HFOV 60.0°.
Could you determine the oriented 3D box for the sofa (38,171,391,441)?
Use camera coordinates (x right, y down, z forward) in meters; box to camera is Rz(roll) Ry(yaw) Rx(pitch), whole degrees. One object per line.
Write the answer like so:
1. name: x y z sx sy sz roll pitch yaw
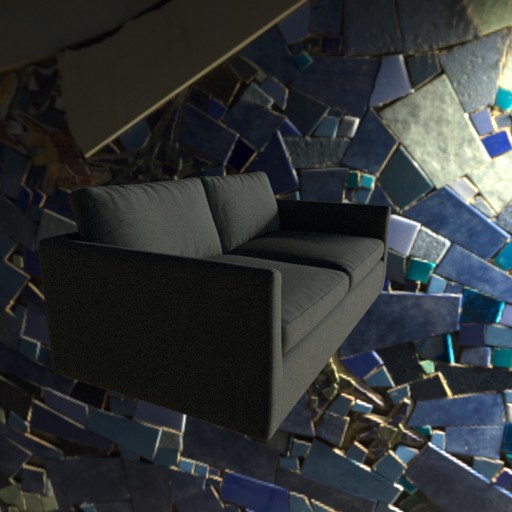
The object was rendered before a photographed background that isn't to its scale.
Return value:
1. sofa: 0.000 0.000 2.462 1.091 0.845 1.909 7 15 26
